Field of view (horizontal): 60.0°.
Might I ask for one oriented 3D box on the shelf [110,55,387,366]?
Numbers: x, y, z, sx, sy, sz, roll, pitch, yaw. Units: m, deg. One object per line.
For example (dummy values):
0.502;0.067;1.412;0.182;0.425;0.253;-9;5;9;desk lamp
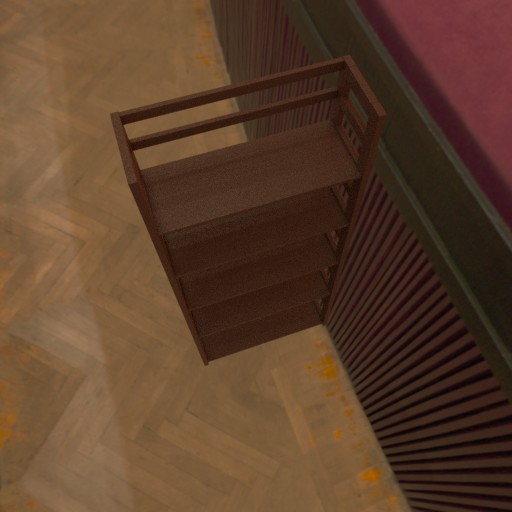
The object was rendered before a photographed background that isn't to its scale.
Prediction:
0.000;0.000;1.974;0.763;1.600;0.403;-17;65;-8;shelf
